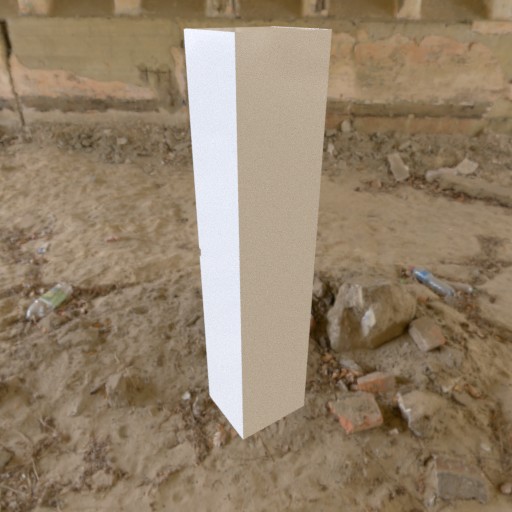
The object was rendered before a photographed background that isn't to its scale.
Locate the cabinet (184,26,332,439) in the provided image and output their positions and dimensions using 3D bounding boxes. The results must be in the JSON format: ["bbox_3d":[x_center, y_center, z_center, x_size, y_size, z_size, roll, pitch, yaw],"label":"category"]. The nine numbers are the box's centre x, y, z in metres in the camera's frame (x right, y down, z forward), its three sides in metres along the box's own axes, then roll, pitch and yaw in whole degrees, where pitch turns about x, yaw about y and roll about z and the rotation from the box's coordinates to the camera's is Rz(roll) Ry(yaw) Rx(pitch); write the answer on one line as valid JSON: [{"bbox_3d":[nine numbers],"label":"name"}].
[{"bbox_3d":[0.000,0.000,1.534,0.300,1.400,0.270,-18,34,-29],"label":"cabinet"}]
